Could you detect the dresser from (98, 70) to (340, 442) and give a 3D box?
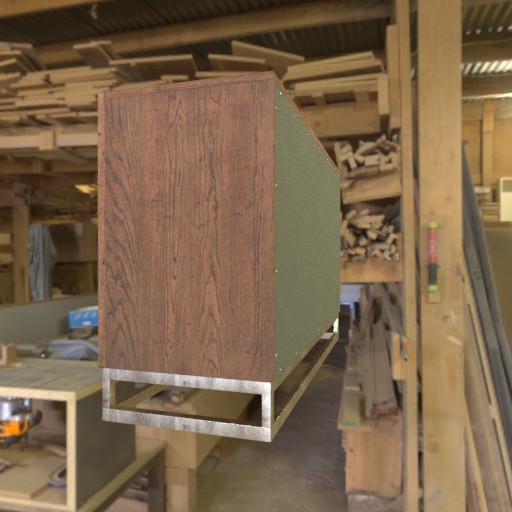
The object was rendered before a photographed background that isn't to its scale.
[{"bbox_3d":[0.000,0.000,2.137,0.623,1.061,1.646,0,0,17],"label":"dresser"}]
